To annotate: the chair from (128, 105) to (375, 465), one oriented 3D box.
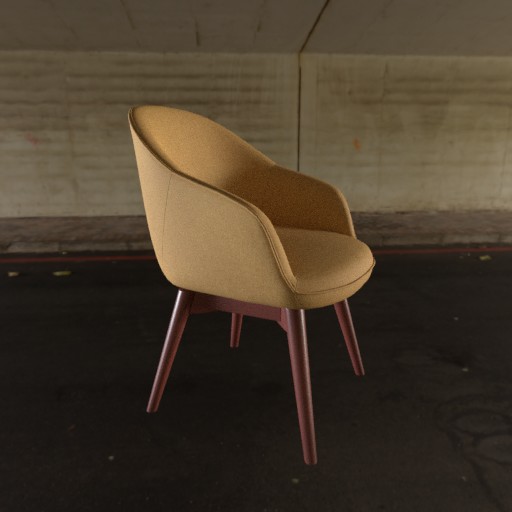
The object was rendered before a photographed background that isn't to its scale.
[{"bbox_3d":[0.000,0.000,1.242,0.635,0.823,0.596,7,15,26],"label":"chair"}]
